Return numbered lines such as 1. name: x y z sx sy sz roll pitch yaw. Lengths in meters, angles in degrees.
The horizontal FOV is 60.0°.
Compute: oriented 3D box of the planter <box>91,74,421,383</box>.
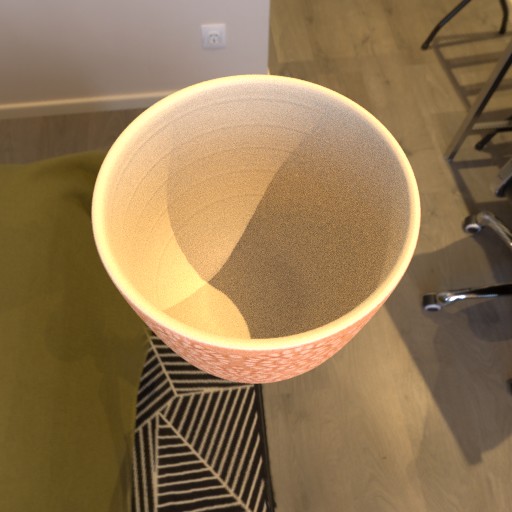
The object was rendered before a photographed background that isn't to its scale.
1. planter: 0.000 0.000 0.366 0.208 0.190 0.208 0 63 0
